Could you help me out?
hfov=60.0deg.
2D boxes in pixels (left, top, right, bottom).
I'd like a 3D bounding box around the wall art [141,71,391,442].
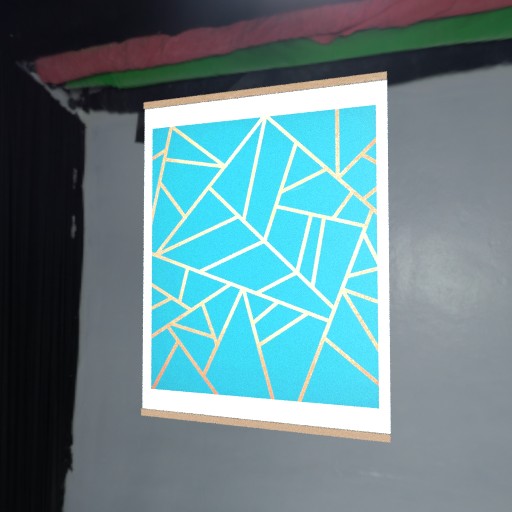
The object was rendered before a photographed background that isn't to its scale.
[{"bbox_3d":[0.000,0.000,0.800,0.459,0.608,0.012,-1,-2,17],"label":"wall art"}]
